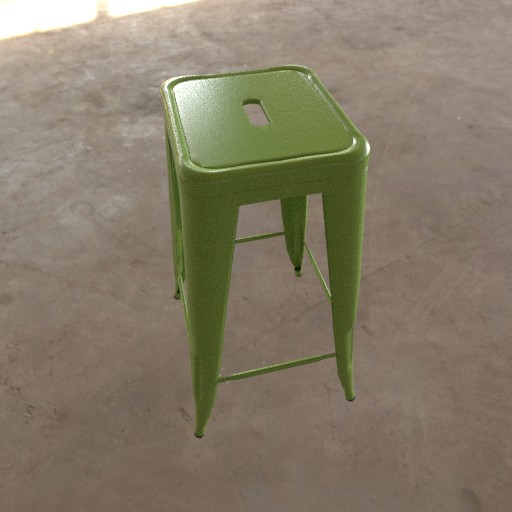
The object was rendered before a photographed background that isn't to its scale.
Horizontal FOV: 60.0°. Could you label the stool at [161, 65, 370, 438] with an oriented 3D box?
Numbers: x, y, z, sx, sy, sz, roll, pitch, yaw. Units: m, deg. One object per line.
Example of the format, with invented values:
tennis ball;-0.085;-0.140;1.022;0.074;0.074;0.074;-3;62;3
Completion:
stool;0.000;0.000;0.859;0.358;0.609;0.398;-10;47;-9
